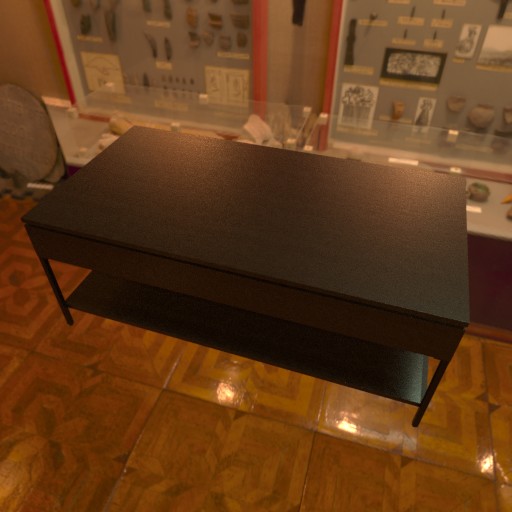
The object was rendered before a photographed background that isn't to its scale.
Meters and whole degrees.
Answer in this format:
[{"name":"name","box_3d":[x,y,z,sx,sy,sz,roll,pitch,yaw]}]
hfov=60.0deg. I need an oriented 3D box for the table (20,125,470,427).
[{"name":"table","box_3d":[0.000,0.000,1.363,1.095,0.435,0.574,13,43,14]}]
